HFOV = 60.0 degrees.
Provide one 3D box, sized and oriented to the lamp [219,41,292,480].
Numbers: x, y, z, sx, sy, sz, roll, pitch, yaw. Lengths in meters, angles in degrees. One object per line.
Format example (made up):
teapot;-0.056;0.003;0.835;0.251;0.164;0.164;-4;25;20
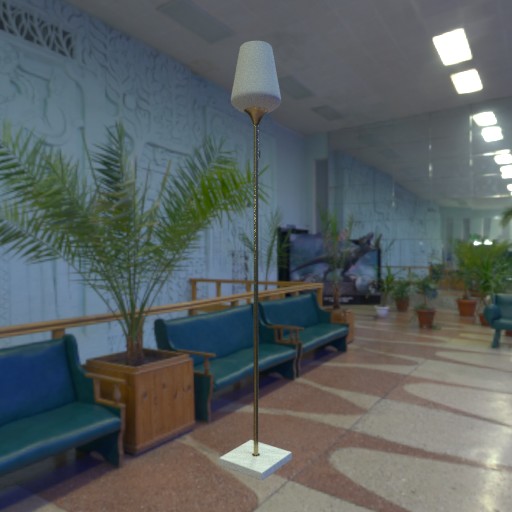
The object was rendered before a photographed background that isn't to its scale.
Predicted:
lamp;0.000;0.000;1.942;0.229;1.813;0.232;0;0;36
